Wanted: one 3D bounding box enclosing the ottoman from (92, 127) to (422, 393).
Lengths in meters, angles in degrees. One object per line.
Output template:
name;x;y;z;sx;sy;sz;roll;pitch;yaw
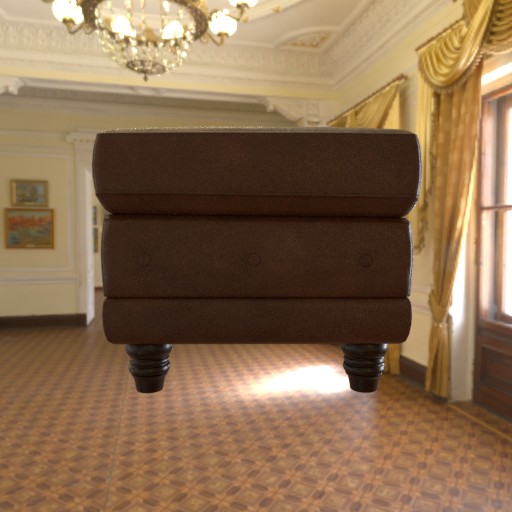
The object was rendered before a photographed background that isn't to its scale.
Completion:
ottoman;0.000;0.000;1.168;0.588;0.509;0.795;0;2;0
